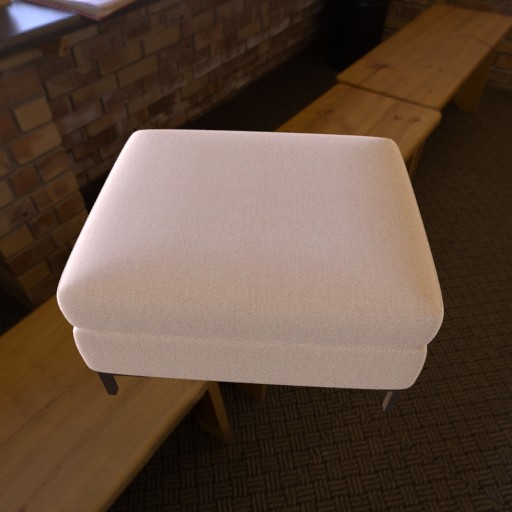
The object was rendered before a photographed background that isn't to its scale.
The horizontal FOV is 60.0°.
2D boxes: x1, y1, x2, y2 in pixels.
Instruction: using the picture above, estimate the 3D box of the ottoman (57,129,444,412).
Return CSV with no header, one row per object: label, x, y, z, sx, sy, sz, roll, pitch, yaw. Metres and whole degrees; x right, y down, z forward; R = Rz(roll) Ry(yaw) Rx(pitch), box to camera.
ottoman,0.000,0.000,1.202,0.794,0.453,0.657,3,46,3
